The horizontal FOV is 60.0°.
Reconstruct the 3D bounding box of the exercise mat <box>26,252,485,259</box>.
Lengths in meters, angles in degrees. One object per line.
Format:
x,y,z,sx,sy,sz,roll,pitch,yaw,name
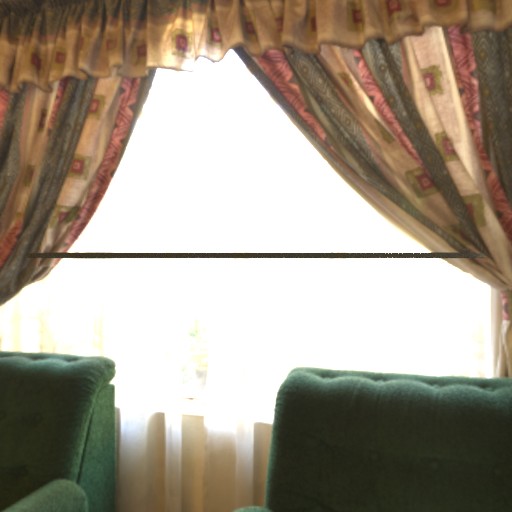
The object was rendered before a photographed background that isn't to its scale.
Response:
0.000,0.000,2.071,1.869,0.021,0.616,0,-1,-1,exercise mat
